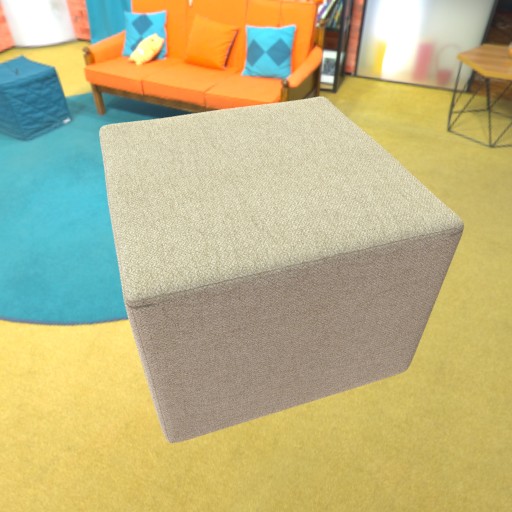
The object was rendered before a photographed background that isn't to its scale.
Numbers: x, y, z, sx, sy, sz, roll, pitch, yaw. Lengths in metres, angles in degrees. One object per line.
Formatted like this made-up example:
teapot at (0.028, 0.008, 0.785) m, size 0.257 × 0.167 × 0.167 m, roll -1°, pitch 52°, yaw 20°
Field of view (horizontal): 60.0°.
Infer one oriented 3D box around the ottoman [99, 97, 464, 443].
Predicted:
ottoman at (0.000, 0.000, 0.890) m, size 0.508 × 0.432 × 0.508 m, roll -12°, pitch 43°, yaw -14°
